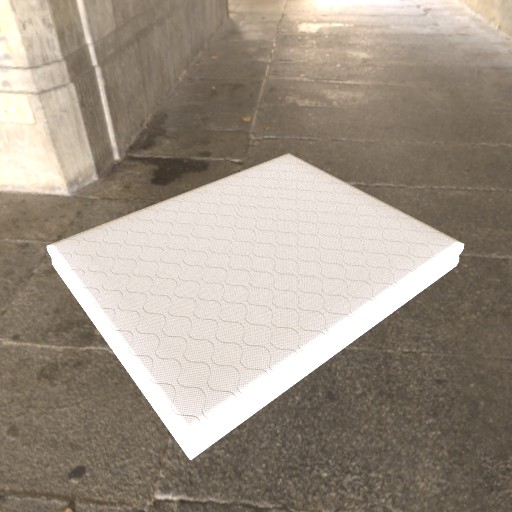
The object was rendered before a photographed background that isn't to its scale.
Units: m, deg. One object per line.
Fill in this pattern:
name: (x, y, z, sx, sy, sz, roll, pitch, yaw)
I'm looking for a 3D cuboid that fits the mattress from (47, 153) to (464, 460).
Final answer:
mattress: (0.000, 0.000, 2.757, 2.000, 0.200, 1.600, -27, 46, -29)
